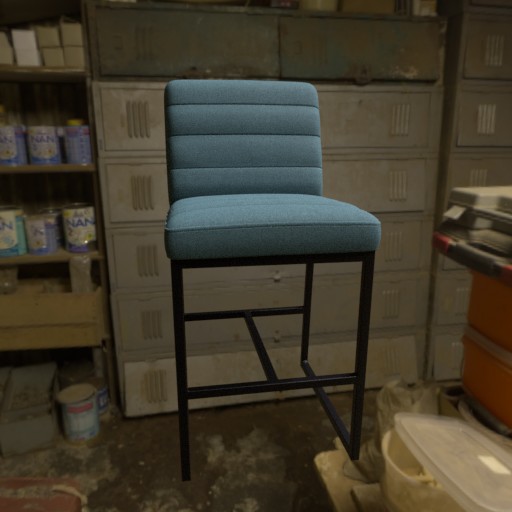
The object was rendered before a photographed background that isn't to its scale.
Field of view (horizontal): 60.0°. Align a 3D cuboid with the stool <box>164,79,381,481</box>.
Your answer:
[{"bbox_3d":[0.000,0.000,1.193,0.460,0.940,0.560,-2,15,-9],"label":"stool"}]
